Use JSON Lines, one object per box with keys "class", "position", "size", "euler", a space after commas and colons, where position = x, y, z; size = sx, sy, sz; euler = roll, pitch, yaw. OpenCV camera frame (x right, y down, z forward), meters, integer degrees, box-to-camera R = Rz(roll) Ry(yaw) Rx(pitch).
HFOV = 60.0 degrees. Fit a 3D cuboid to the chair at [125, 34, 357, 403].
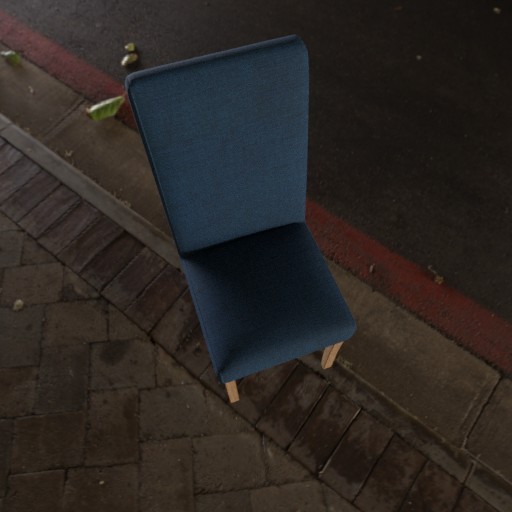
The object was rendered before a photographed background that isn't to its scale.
{"class": "chair", "position": [0.000, 0.000, 1.366], "size": [0.450, 1.029, 0.610], "euler": [-17, 64, -9]}
